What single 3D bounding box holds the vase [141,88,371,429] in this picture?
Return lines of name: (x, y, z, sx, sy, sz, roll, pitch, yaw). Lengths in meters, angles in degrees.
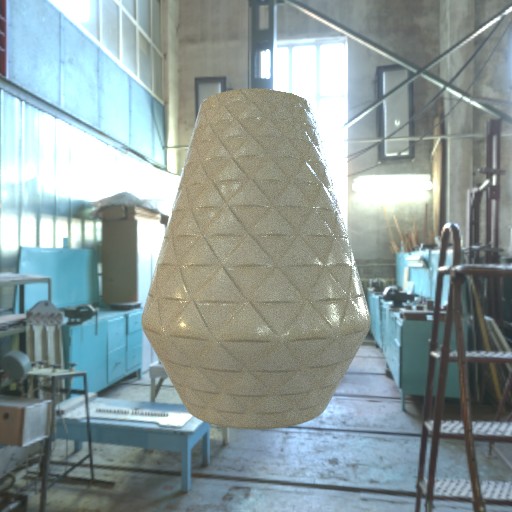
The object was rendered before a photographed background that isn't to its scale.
vase: (0.000, 0.000, 0.348, 0.175, 0.230, 0.175, 0, 0, 0)
